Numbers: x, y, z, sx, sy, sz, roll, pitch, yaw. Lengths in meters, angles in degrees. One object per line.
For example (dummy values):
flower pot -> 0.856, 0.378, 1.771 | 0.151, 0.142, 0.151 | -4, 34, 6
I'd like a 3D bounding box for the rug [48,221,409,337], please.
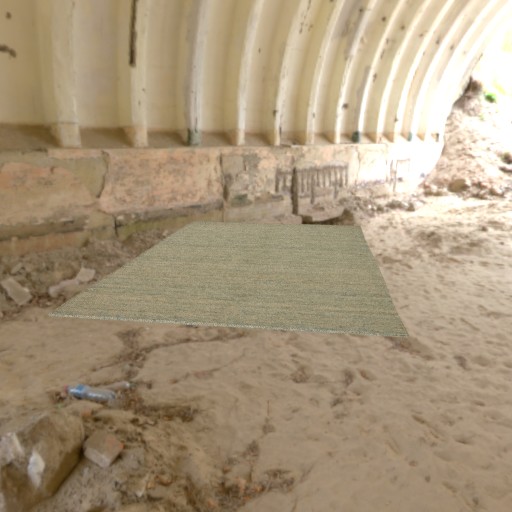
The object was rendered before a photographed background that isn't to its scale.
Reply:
rug -> 0.000, 0.000, 2.946 | 1.547, 0.013, 2.283 | 2, 15, 8
